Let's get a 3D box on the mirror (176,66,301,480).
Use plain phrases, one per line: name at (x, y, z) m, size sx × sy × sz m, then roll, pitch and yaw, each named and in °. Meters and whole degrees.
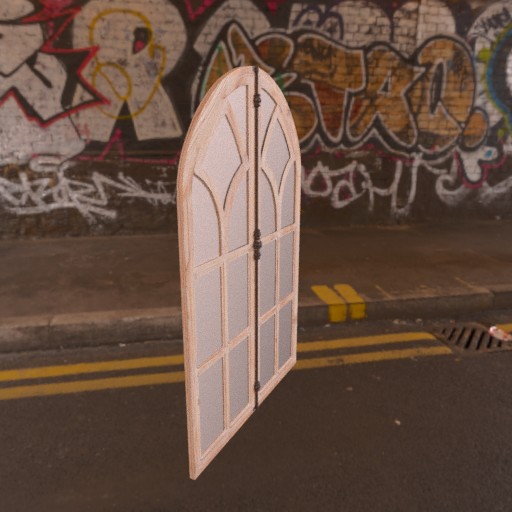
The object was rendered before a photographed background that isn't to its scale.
mirror at (0.000, 0.000, 1.154) m, size 0.032 × 0.915 × 0.609 m, roll 8°, pitch 17°, yaw 26°
